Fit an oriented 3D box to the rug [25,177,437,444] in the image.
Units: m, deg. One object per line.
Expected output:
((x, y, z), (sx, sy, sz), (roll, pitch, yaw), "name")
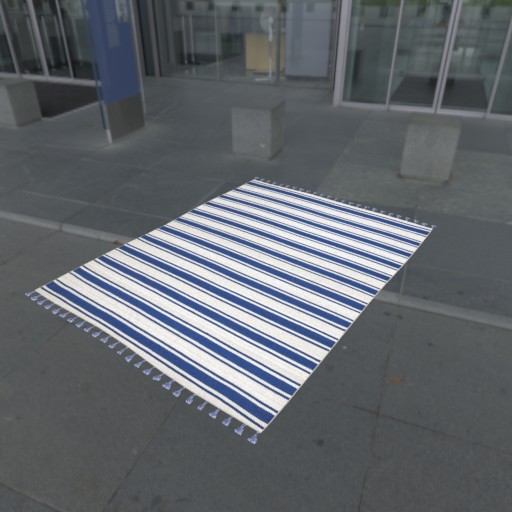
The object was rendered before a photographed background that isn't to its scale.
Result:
((0.000, 0.000, 4.363), (2.471, 0.016, 3.416), (21, 37, 30), "rug")
